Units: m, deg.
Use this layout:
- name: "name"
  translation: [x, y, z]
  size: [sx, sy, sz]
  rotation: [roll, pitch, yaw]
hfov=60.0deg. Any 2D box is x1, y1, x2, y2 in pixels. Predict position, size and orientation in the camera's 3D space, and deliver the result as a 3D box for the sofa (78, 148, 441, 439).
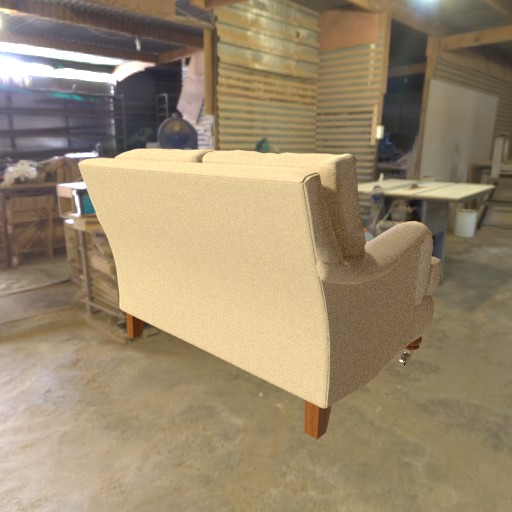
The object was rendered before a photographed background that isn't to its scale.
- name: "sofa"
  translation: [0.000, 0.000, 2.219]
  size: [1.508, 1.048, 1.087]
  rotation: [13, 20, 42]
